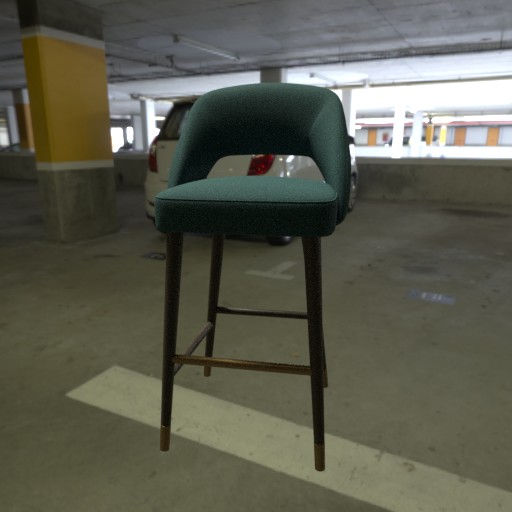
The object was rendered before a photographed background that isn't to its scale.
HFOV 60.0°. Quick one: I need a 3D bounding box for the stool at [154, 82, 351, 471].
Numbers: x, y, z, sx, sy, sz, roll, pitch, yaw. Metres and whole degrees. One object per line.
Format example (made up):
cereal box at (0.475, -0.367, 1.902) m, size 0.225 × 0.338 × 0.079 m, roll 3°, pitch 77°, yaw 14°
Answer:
stool at (0.000, 0.000, 1.332) m, size 0.536 × 1.032 × 0.522 m, roll 3°, pitch 15°, yaw 10°
